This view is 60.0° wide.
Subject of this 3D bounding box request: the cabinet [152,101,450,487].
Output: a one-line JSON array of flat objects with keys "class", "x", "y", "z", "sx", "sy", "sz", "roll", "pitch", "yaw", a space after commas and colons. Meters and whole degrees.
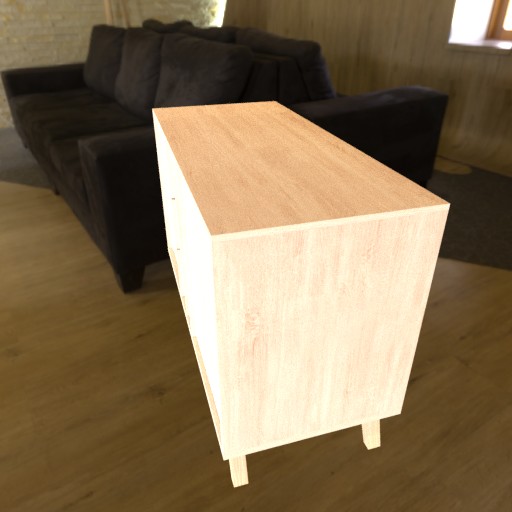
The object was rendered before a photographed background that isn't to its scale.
[{"class": "cabinet", "x": 0.000, "y": 0.000, "z": 1.504, "sx": 0.500, "sy": 0.780, "sz": 1.110, "roll": -9, "pitch": 31, "yaw": -14}]
